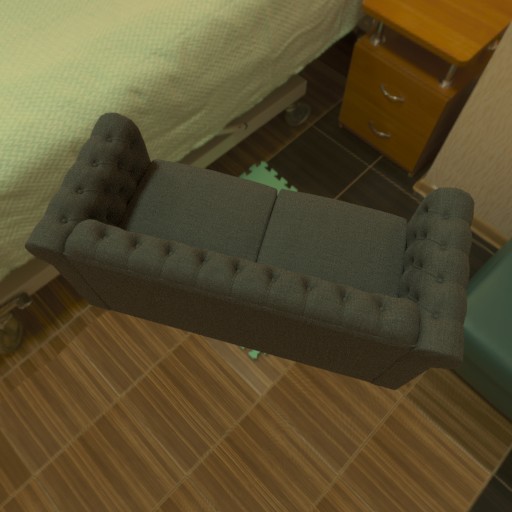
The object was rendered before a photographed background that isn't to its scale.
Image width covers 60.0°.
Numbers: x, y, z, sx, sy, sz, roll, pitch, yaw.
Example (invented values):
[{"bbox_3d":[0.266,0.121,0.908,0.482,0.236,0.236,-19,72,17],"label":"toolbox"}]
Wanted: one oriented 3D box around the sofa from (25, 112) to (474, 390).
[{"bbox_3d":[0.000,0.000,2.184,1.798,0.797,0.783,14,64,7],"label":"sofa"}]
